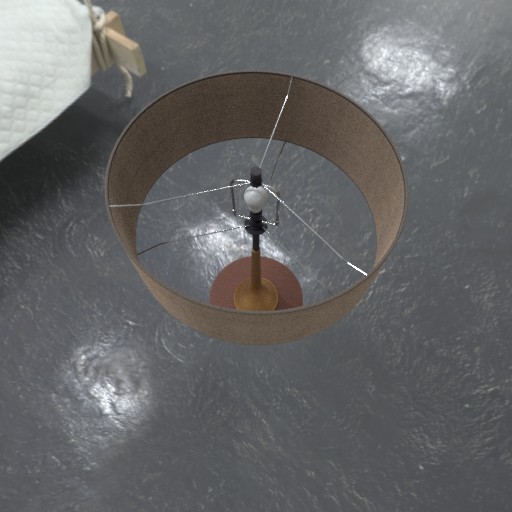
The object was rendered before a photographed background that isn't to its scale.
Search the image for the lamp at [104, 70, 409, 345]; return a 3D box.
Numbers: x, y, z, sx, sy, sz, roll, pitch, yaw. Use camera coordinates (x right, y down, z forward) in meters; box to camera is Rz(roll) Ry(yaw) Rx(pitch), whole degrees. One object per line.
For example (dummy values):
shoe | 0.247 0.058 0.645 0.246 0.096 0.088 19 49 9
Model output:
lamp | 0.000 0.000 0.851 0.417 0.551 0.396 14 66 6
